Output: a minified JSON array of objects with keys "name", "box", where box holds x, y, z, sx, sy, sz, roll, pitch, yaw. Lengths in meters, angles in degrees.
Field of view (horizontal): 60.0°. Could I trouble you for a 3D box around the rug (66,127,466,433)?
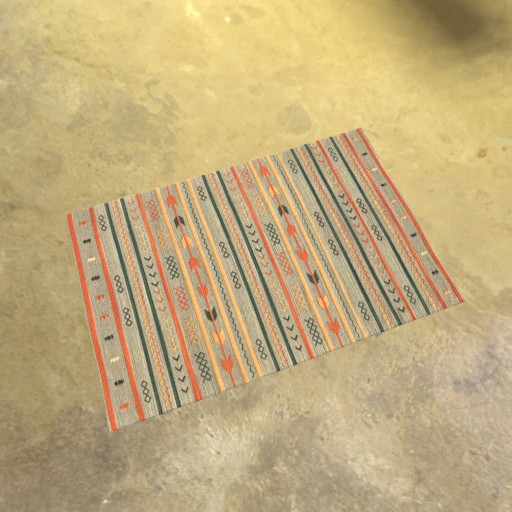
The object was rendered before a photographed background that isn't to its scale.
[{"name":"rug","box":[0.000,0.000,2.367,1.835,0.017,1.220,-18,65,-9]}]
